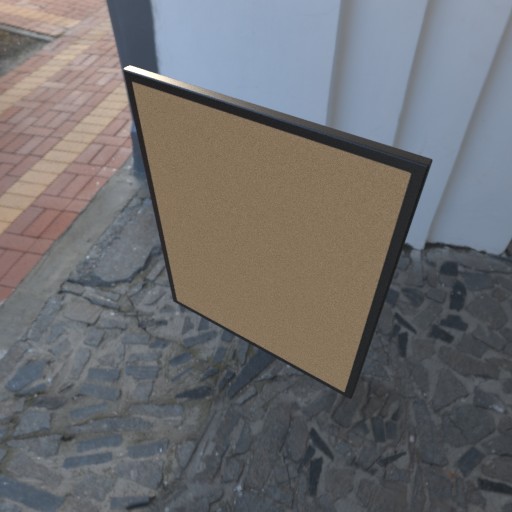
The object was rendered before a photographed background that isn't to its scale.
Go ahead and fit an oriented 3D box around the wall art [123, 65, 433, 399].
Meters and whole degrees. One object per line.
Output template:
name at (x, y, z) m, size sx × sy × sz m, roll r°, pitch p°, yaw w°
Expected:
wall art at (0.000, 0.000, 0.812) m, size 0.481 × 0.582 × 0.018 m, roll 25°, pitch 51°, yaw 22°
